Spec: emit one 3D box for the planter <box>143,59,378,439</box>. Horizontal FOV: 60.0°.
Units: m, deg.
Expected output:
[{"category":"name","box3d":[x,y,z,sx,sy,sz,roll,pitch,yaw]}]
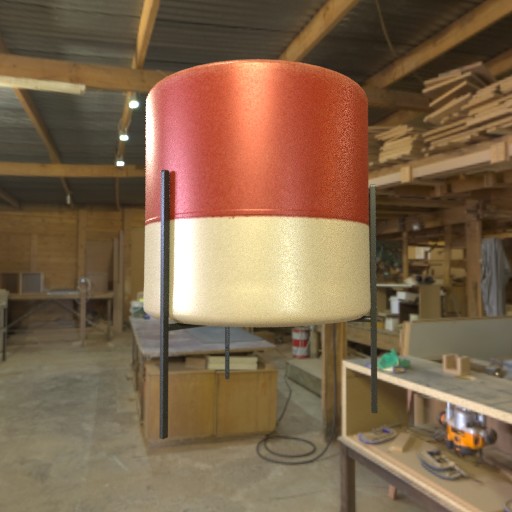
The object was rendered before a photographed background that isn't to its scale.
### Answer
[{"category":"planter","box3d":[0.000,0.000,0.700,0.345,0.465,0.354,1,-2,-19]}]
